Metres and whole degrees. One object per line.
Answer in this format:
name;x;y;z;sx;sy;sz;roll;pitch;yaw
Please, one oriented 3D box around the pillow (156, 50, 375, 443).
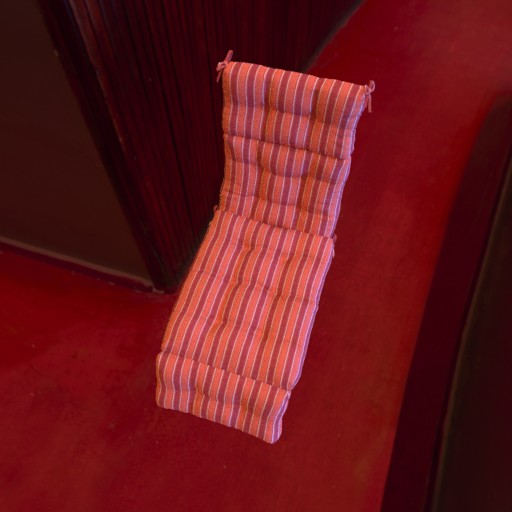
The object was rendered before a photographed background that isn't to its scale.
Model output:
pillow;0.000;0.000;1.541;0.526;0.863;1.016;15;60;9
